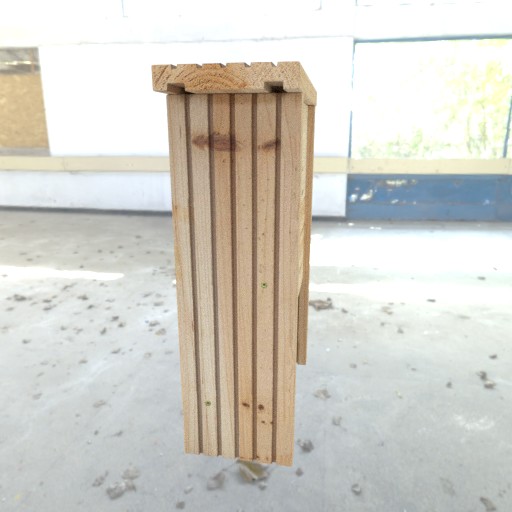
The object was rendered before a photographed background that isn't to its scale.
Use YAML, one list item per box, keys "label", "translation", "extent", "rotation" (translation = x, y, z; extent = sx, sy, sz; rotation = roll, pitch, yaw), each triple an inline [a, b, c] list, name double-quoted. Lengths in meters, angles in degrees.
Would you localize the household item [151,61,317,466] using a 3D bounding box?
- label: "household item"
  translation: [0.000, 0.000, 0.553]
  extent: [0.123, 0.407, 0.301]
  rotation: [3, 16, 10]
